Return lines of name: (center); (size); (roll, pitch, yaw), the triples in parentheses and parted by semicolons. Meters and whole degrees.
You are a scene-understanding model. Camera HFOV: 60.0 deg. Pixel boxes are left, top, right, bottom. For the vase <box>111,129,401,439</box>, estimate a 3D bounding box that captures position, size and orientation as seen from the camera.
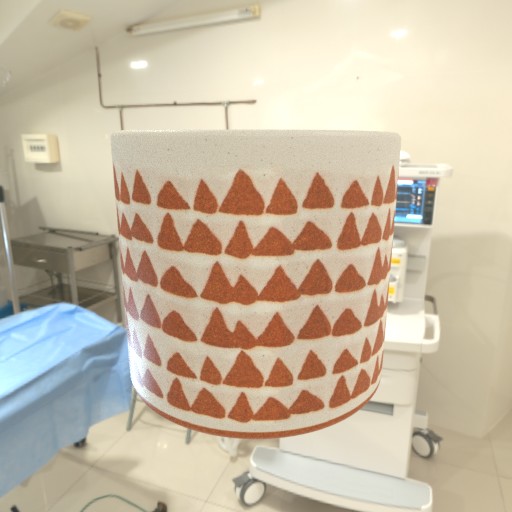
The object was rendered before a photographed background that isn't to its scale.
vase: (0.000, 0.000, 0.234); (0.137, 0.127, 0.137); (0, 15, 0)
